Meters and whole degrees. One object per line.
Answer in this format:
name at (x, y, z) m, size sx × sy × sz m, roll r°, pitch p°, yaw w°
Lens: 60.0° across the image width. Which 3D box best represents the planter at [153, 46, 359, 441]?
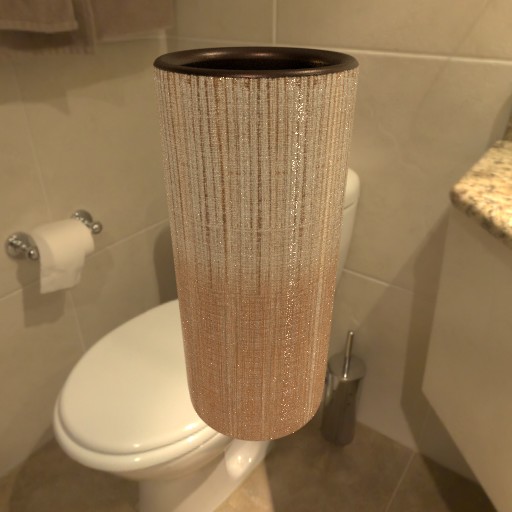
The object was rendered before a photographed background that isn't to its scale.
planter at (0.000, 0.000, 0.275) m, size 0.100 × 0.227 × 0.100 m, roll 0°, pitch 31°, yaw -1°
